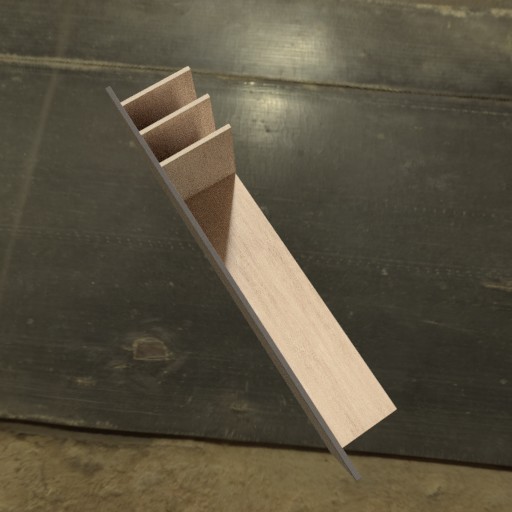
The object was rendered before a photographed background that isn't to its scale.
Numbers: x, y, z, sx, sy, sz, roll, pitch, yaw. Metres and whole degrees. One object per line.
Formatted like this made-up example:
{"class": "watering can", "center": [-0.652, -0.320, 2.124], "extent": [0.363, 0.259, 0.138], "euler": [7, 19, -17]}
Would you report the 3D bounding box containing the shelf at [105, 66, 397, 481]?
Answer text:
{"class": "shelf", "center": [0.000, 0.000, 1.111], "extent": [0.200, 0.300, 1.020], "euler": [-32, 78, -8]}
